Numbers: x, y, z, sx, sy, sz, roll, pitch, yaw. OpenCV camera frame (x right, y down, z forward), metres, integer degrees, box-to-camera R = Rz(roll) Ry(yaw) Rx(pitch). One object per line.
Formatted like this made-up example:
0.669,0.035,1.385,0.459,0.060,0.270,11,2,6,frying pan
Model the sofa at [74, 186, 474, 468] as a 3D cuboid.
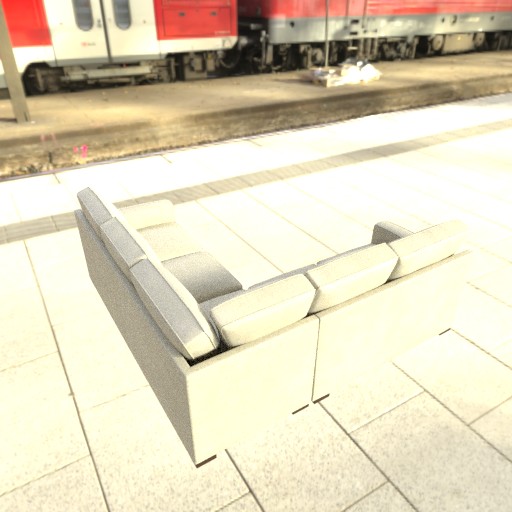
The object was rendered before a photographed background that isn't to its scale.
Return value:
0.000,0.000,3.450,2.188,0.936,2.211,-18,35,-28,sofa
